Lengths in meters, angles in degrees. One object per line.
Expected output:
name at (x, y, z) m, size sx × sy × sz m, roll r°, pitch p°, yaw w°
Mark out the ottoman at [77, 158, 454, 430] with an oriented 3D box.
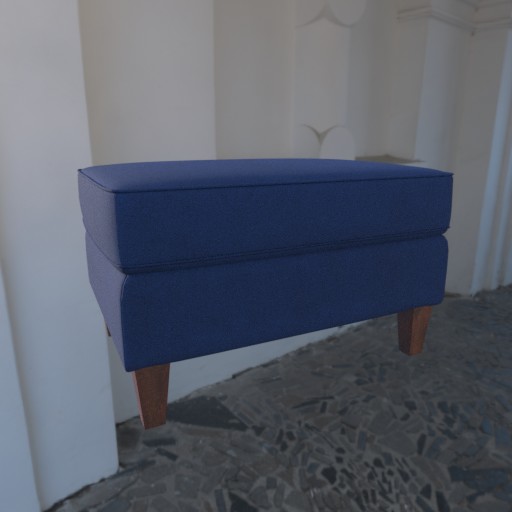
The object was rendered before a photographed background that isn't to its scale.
ottoman at (0.000, 0.000, 1.385) m, size 0.965 × 0.584 × 0.686 m, roll -7°, pitch 17°, yaw -25°
